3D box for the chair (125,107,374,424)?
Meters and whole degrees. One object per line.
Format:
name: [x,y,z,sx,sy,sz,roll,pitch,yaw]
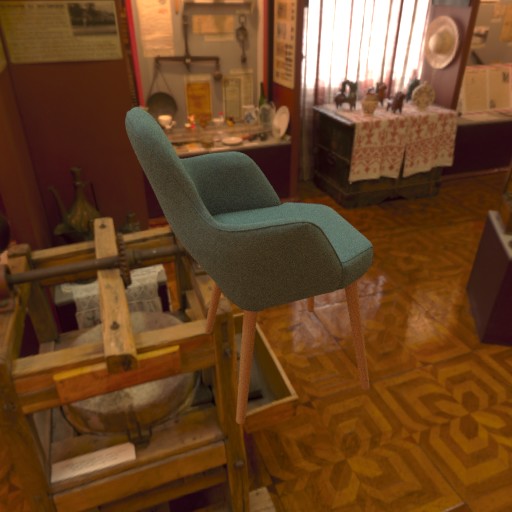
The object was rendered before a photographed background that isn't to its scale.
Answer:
chair: [0.000,0.000,1.382,0.666,0.920,0.589,-10,32,-16]
